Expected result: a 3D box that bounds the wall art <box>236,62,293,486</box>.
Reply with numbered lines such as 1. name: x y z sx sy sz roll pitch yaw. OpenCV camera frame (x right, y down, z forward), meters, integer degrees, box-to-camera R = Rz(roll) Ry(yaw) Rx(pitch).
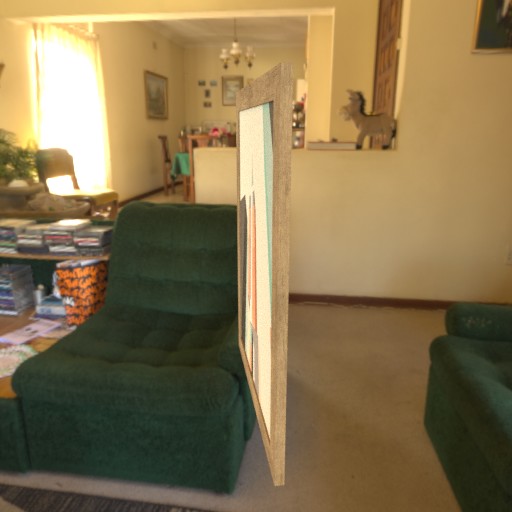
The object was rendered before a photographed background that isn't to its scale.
1. wall art: 0.000 0.000 0.936 0.018 0.686 0.534 -2 16 -9
